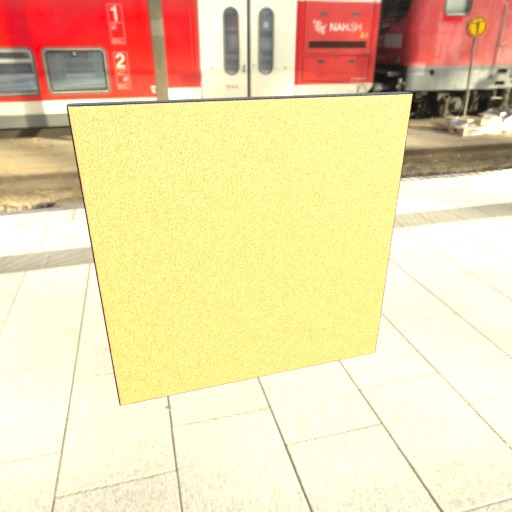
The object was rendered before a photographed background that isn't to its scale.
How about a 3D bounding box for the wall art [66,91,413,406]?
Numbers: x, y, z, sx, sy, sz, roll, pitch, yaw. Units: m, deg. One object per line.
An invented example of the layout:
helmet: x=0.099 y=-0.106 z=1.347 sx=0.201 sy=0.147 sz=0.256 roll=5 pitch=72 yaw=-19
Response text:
wall art: x=0.000 y=0.000 z=0.669 sx=0.456 sy=0.453 sz=0.022 roll=-8 pitch=27 yaw=-15
